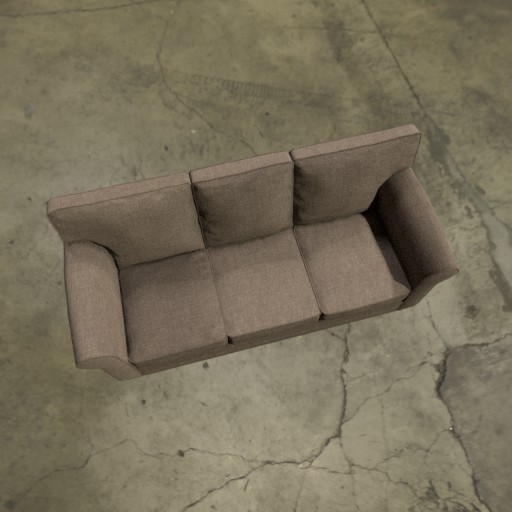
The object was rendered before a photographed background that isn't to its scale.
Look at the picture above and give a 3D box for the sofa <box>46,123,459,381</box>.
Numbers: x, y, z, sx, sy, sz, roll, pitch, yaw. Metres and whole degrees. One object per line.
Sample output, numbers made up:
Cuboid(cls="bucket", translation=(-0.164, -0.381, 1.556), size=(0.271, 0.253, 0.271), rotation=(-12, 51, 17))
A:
Cuboid(cls="sofa", translation=(0.000, 0.000, 2.601), size=(2.084, 0.961, 0.916), rotation=(-13, 65, -6))
